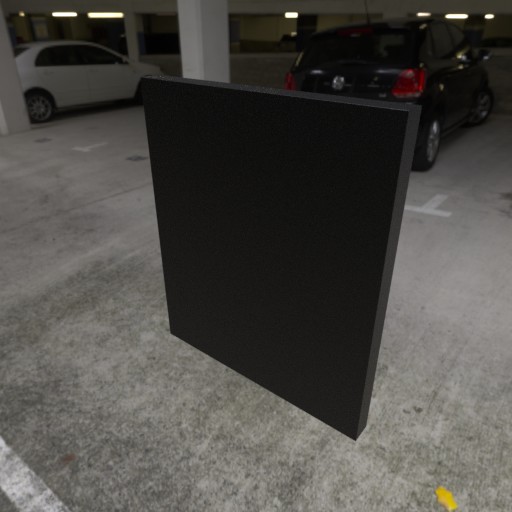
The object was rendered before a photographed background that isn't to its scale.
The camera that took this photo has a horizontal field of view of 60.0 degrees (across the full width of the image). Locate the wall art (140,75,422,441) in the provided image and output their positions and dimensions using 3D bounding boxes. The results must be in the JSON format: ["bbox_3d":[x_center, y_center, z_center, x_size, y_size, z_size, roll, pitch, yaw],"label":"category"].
[{"bbox_3d":[0.000,0.000,0.534,0.325,0.380,0.028,21,35,33],"label":"wall art"}]
